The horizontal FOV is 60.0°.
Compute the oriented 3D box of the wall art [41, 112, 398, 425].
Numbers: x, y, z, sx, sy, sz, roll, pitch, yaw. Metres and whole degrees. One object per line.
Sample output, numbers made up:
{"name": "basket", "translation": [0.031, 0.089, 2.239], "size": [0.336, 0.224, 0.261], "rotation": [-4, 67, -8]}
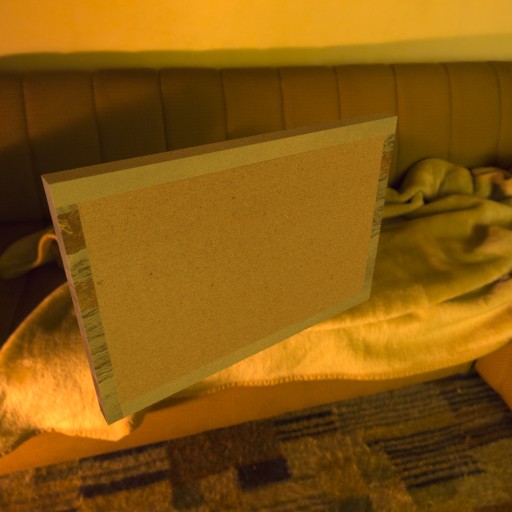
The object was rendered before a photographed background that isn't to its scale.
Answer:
{"name": "wall art", "translation": [0.000, 0.000, 0.772], "size": [0.606, 0.407, 0.041], "rotation": [-19, 35, -30]}
